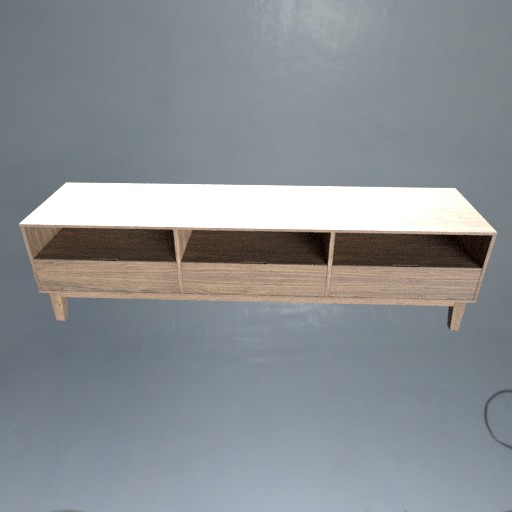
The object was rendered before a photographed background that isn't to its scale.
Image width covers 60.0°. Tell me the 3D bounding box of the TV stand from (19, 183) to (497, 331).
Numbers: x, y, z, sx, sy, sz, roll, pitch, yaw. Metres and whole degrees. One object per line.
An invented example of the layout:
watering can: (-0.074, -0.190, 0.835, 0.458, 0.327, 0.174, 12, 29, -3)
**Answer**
TV stand: (0.000, 0.000, 1.632, 1.482, 0.409, 0.366, 1, 30, 2)
